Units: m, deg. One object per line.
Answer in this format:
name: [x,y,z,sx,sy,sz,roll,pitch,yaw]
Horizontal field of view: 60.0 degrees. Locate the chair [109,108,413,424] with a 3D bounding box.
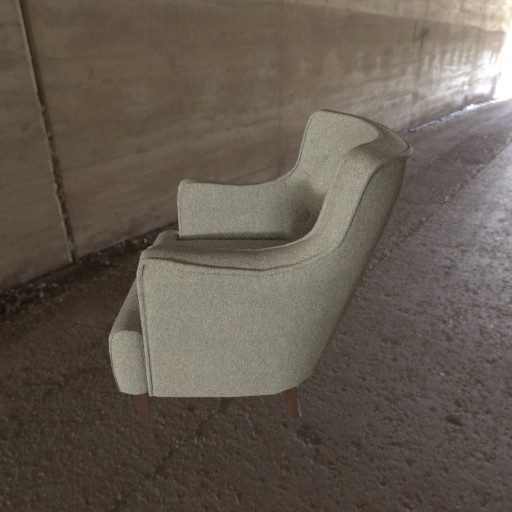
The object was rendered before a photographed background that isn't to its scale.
chair: [0.000,0.000,1.574,0.910,0.920,0.820,0,26,0]
